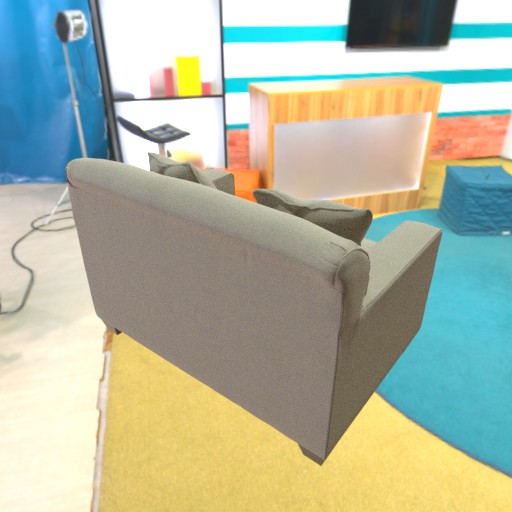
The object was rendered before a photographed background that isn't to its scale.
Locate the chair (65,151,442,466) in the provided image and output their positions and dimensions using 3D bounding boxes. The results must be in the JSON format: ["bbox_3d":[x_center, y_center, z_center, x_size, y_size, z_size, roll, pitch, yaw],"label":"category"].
[{"bbox_3d":[0.000,0.000,2.073,1.383,0.948,1.000,21,36,32],"label":"chair"}]
